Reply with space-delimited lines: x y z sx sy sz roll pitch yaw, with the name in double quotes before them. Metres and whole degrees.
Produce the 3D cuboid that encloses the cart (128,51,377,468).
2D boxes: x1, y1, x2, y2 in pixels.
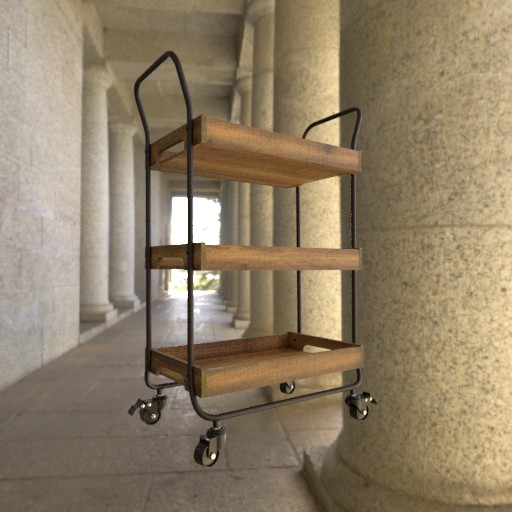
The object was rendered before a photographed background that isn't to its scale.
"cart" 0.000 0.000 1.157 0.583 0.857 0.339 1 -2 -35
